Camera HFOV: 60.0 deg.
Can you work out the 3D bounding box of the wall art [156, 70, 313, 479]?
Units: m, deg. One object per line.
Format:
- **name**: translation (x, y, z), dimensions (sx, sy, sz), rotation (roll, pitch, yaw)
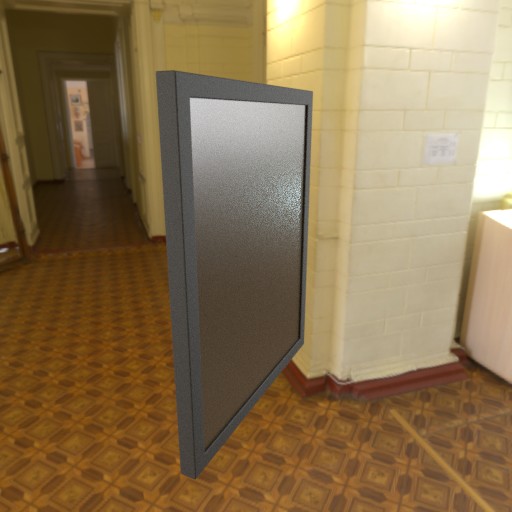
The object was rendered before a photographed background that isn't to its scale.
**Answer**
- **wall art**: translation (0.000, 0.000, 0.769), dimensions (0.028, 0.558, 0.457), rotation (8, 19, 25)
